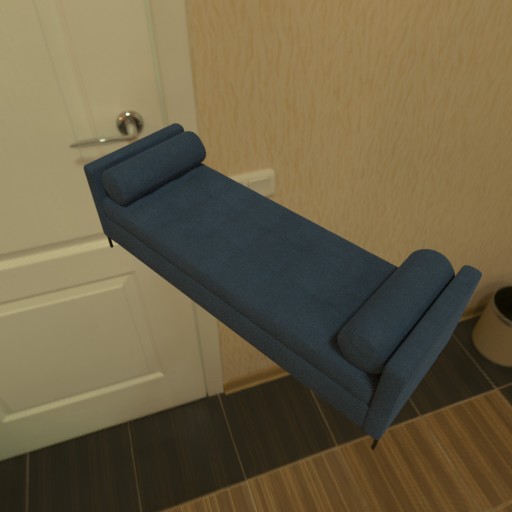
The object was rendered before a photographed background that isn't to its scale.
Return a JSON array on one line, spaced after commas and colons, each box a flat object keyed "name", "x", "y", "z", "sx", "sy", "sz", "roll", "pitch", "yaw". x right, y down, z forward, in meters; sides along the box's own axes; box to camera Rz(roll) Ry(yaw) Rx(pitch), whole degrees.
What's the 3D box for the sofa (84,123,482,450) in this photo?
[{"name": "sofa", "x": 0.000, "y": 0.000, "z": 2.369, "sx": 1.981, "sy": 0.635, "sz": 0.686, "roll": 32, "pitch": 52, "yaw": 29}]
